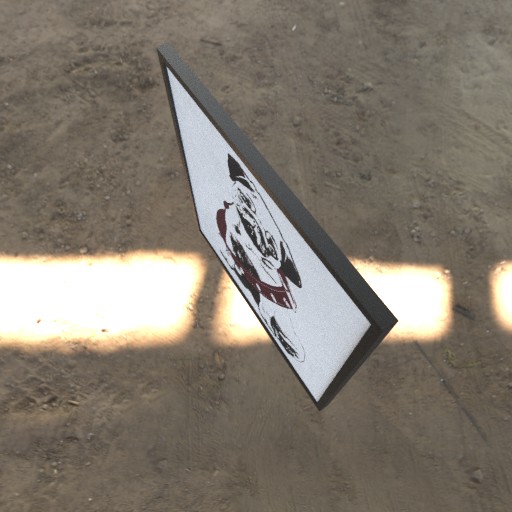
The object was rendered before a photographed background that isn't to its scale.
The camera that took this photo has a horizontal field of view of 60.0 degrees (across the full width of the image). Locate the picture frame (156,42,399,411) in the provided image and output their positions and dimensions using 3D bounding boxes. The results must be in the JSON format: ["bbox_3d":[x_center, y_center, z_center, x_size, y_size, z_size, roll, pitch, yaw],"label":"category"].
[{"bbox_3d":[0.000,0.000,1.176,0.032,0.775,0.775,-29,66,-15],"label":"picture frame"}]
